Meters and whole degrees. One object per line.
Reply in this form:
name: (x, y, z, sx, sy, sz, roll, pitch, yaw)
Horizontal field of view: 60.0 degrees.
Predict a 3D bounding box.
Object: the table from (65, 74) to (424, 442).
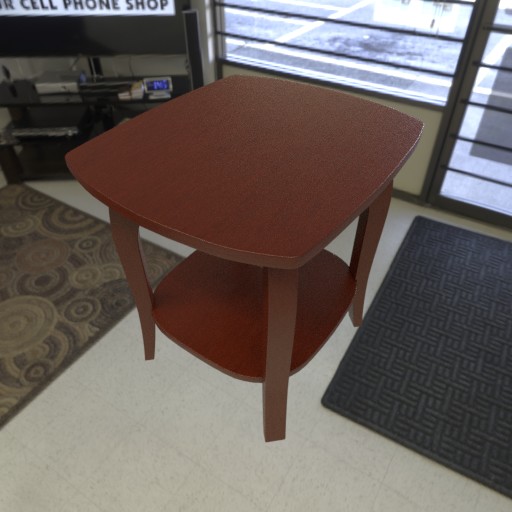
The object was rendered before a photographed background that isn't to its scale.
table: (0.000, 0.000, 0.863, 0.433, 0.496, 0.502, 25, 47, 26)
